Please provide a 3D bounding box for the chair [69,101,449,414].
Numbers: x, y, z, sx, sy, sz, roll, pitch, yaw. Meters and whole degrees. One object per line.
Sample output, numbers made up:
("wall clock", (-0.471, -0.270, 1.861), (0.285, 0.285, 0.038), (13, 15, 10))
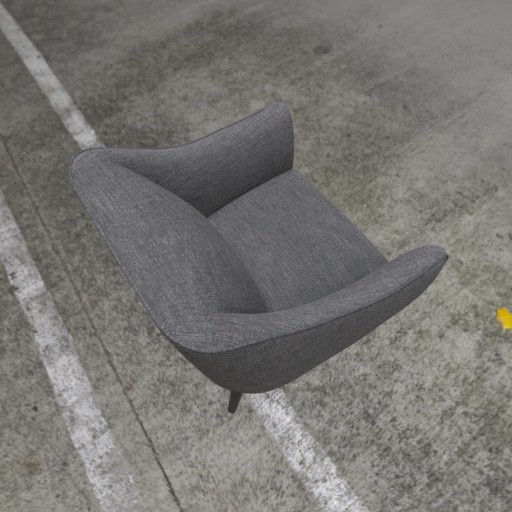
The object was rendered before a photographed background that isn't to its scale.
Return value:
("chair", (0.000, 0.000, 1.520), (0.851, 0.829, 0.870), (-30, 61, -18))
